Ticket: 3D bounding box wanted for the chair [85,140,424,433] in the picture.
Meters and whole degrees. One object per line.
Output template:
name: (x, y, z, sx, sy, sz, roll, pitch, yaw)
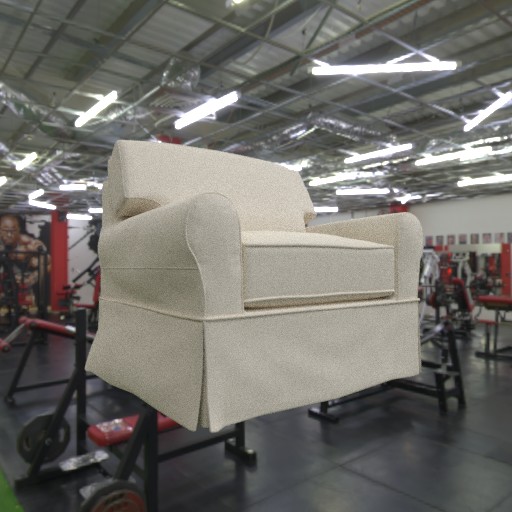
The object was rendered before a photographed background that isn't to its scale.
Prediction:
chair: (0.000, 0.000, 1.799, 1.099, 0.958, 0.904, 0, -1, -37)
